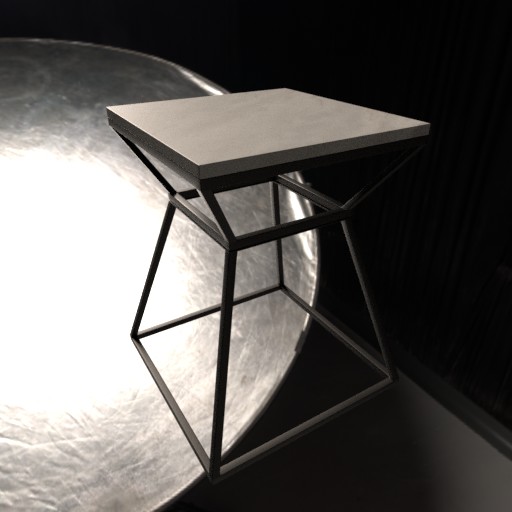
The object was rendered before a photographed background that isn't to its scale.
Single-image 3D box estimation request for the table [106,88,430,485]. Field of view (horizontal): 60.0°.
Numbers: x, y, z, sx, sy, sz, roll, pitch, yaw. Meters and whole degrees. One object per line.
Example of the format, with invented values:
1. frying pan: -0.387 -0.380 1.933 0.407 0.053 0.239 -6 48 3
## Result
1. table: 0.000 0.000 0.900 0.455 0.559 0.455 -17 34 -27
